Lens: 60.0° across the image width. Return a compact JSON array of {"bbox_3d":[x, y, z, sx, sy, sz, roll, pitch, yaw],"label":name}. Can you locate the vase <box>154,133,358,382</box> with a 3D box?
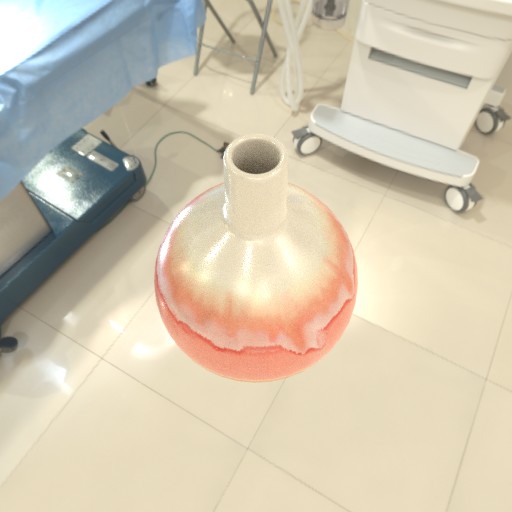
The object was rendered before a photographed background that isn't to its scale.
[{"bbox_3d":[0.000,0.000,0.279,0.137,0.176,0.137,0,58,0],"label":"vase"}]
